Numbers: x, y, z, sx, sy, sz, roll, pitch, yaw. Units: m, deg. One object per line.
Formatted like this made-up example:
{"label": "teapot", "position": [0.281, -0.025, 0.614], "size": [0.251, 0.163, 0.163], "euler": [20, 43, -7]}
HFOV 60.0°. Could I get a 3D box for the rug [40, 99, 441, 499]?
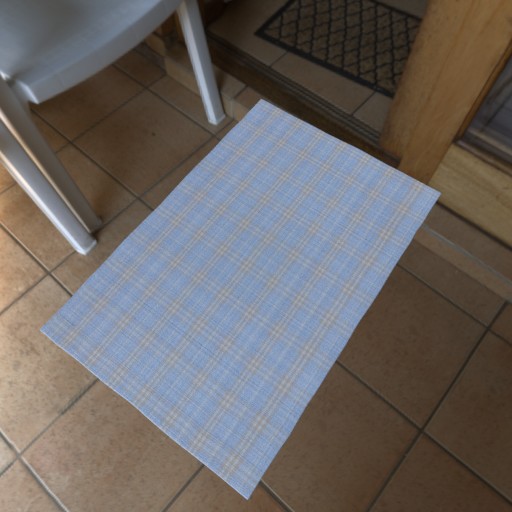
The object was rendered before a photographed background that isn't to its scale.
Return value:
{"label": "rug", "position": [0.000, 0.000, 2.279], "size": [1.231, 0.012, 1.835], "euler": [32, 68, 15]}
